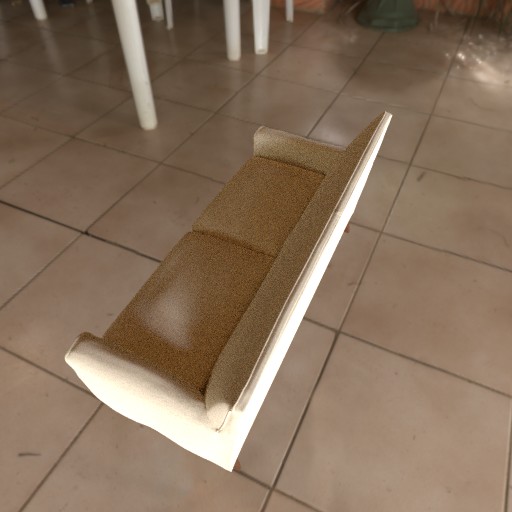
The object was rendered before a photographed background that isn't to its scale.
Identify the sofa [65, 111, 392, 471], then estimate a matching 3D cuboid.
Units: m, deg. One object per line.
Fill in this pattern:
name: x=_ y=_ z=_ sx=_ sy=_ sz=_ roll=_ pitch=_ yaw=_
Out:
sofa: x=0.000 y=0.000 z=2.392 sx=0.841 sy=0.907 sz=2.001 roll=18 pitch=49 yaw=17
